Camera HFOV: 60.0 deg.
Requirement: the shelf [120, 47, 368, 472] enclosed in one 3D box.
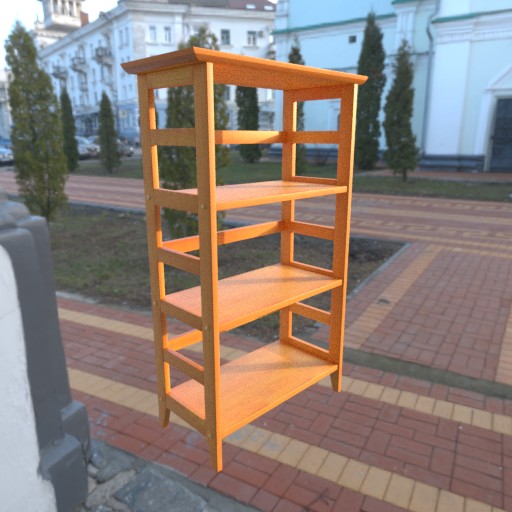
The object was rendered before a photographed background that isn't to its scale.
[{"bbox_3d":[0.000,0.000,1.371,0.660,1.067,0.305,-14,21,-43],"label":"shelf"}]
